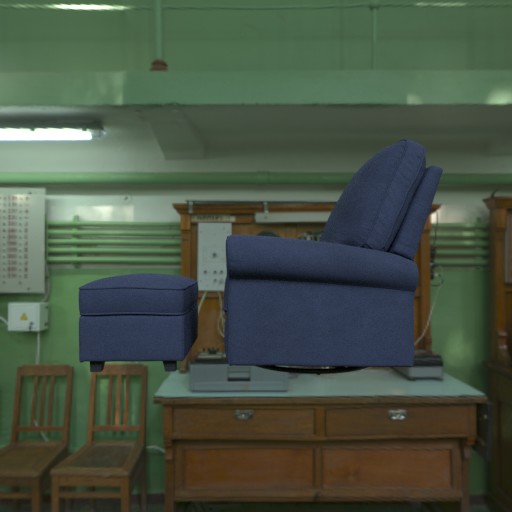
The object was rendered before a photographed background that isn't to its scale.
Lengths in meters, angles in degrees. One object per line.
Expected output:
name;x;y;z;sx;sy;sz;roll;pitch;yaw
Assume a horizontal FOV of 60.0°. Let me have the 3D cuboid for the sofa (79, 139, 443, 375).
sofa;0.000;0.000;2.078;1.478;0.959;0.880;0;0;-1
